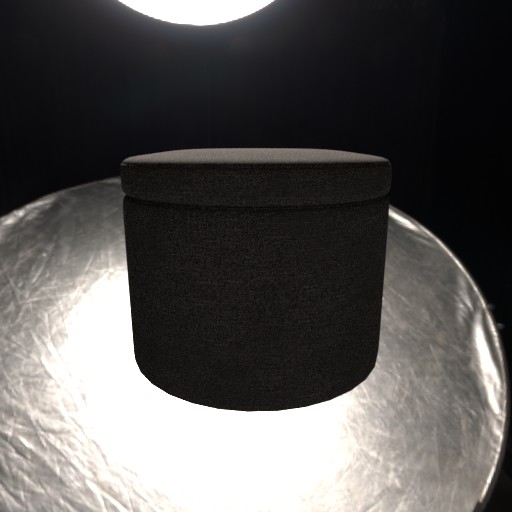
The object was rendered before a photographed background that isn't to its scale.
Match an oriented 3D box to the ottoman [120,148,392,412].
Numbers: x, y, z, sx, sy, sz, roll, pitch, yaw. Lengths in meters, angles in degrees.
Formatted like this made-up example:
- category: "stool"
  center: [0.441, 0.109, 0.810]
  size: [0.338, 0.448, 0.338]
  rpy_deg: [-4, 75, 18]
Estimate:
- category: "ottoman"
  center: [0.000, 0.000, 0.892]
  size: [0.500, 0.419, 0.500]
  rpy_deg: [0, 14, 0]
